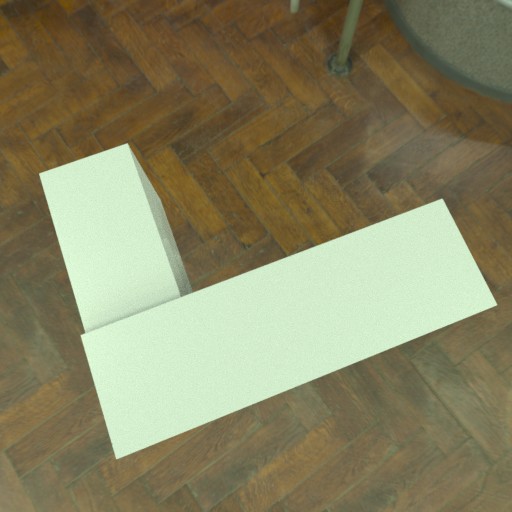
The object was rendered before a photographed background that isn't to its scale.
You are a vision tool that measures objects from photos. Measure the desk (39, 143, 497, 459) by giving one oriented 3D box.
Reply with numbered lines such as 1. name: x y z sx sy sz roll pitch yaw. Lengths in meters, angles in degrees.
1. desk: 0.000 0.000 2.133 1.524 0.753 1.200 -21 77 -5
